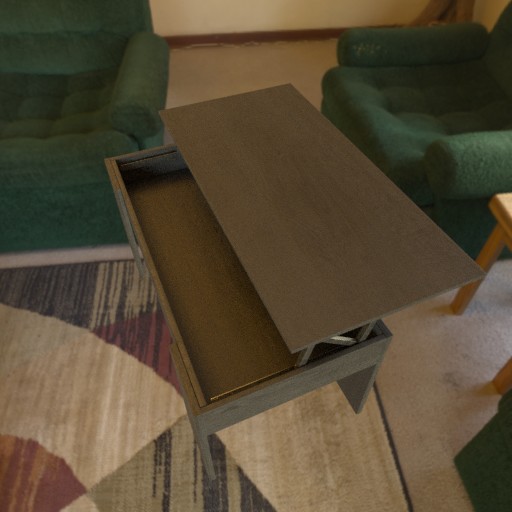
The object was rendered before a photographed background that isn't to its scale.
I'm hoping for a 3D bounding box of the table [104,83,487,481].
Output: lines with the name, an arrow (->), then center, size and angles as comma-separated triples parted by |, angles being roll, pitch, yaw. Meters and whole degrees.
table -> 0.000, 0.000, 1.430 | 0.711, 0.570, 1.000 | -18, 50, -16
